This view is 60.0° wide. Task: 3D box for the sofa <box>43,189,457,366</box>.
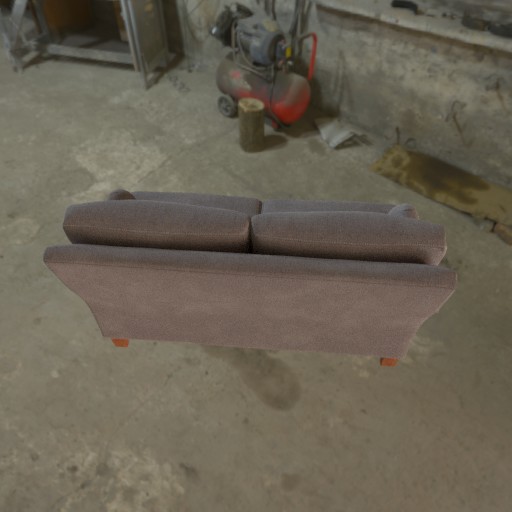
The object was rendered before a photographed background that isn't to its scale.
[{"bbox_3d":[0.000,0.000,2.556,1.853,1.101,1.084,3,46,3],"label":"sofa"}]
